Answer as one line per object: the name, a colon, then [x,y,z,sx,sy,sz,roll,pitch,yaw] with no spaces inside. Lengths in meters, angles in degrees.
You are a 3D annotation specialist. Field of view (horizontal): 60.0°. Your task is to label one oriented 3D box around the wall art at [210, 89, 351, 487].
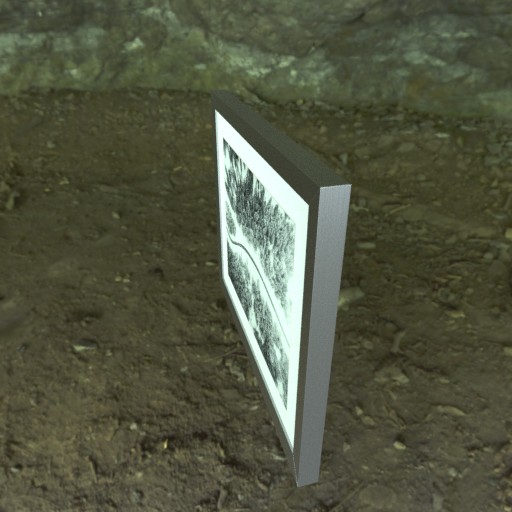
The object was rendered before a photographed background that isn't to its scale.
wall art: [0.000,0.000,0.761,0.032,0.456,0.557,-8,31,-14]
